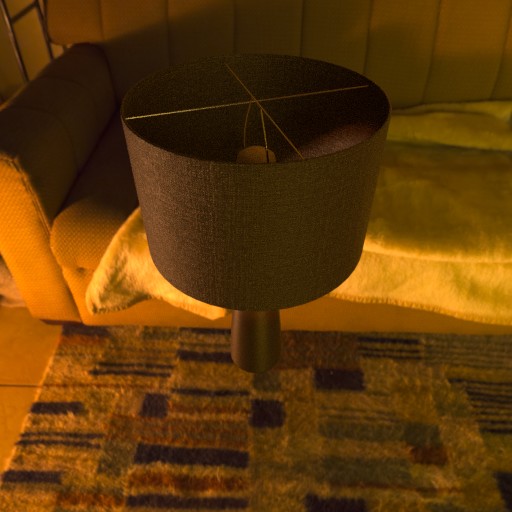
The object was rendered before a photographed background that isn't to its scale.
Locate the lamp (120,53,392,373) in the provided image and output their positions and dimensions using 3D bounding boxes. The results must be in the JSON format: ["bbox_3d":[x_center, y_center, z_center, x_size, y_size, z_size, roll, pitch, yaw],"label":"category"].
[{"bbox_3d":[0.000,0.000,0.668,0.303,0.488,0.303,0,42,0],"label":"lamp"}]
